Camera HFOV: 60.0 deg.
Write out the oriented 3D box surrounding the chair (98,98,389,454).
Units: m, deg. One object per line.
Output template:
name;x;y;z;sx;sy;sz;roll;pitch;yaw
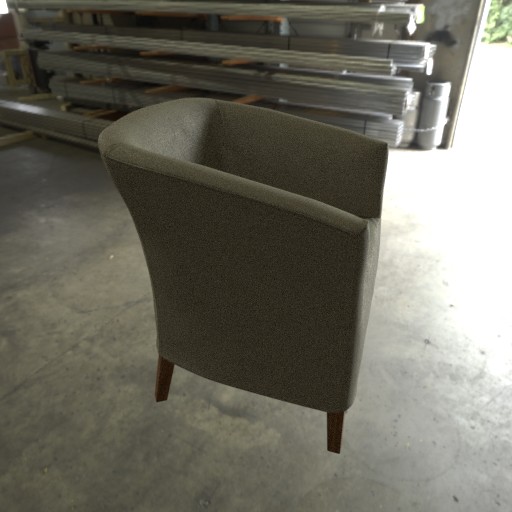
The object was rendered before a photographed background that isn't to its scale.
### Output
chair;0.000;0.000;1.264;0.668;0.771;0.600;9;32;16
